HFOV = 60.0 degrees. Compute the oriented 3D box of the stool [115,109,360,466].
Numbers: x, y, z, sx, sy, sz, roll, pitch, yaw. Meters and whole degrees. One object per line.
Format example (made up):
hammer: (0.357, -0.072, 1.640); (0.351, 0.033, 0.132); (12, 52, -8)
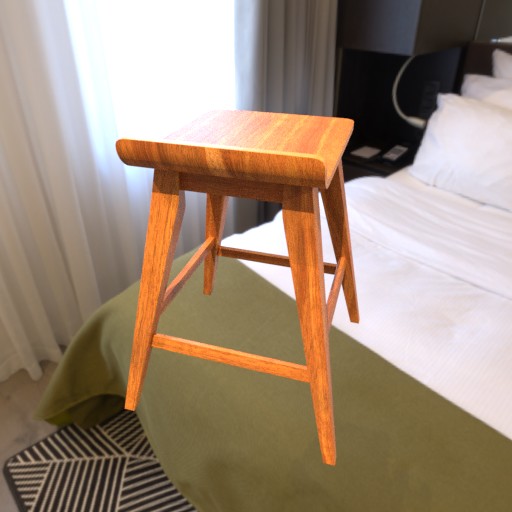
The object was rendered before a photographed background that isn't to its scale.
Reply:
stool: (0.000, 0.000, 1.026); (0.500, 0.650, 0.500); (9, 33, 15)
